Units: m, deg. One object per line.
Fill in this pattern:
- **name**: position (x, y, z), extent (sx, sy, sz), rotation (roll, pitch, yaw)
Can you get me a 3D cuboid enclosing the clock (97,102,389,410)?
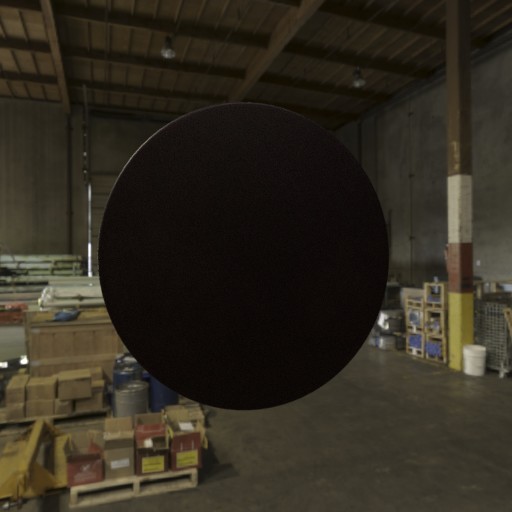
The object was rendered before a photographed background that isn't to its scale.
- **clock**: position (0.000, 0.000, 0.465), extent (0.314, 0.314, 0.029), rotation (0, 0, -20)
